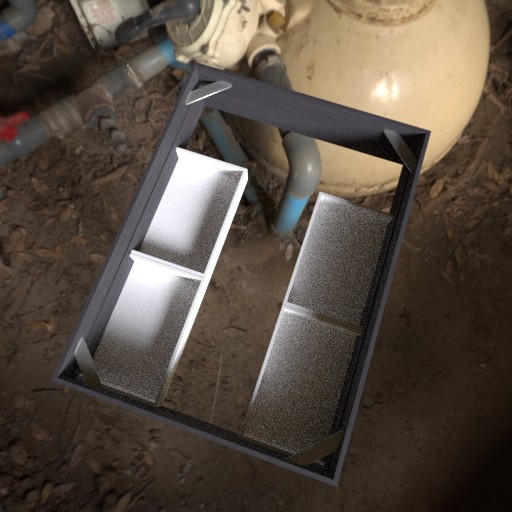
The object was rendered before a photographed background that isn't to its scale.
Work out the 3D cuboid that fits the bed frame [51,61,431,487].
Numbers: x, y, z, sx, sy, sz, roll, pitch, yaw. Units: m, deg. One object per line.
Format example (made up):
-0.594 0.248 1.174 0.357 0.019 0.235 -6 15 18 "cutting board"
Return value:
0.000 0.000 2.532 1.448 0.459 1.944 18 75 5 "bed frame"
